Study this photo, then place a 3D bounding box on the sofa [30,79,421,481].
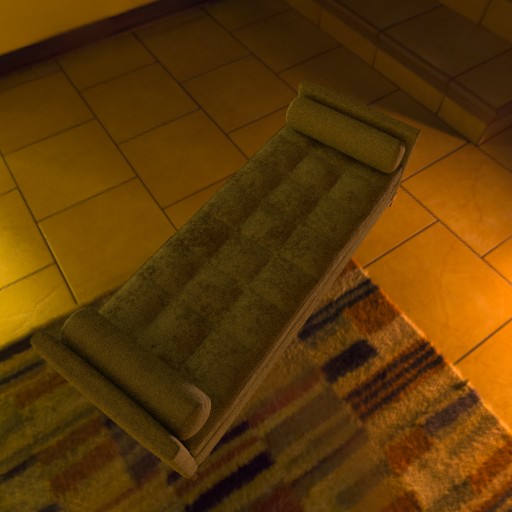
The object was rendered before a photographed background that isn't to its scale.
[{"bbox_3d":[0.000,0.000,2.386,0.797,0.657,2.102,31,63,18],"label":"sofa"}]
